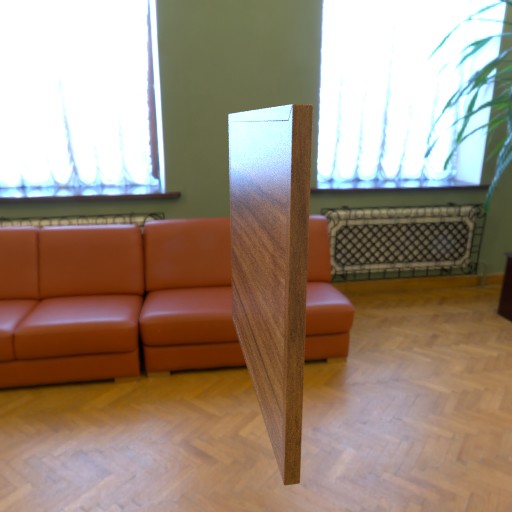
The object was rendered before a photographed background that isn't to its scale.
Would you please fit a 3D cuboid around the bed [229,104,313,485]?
[{"bbox_3d":[0.000,0.000,1.511,0.043,0.940,1.041,-3,17,-10],"label":"bed"}]
